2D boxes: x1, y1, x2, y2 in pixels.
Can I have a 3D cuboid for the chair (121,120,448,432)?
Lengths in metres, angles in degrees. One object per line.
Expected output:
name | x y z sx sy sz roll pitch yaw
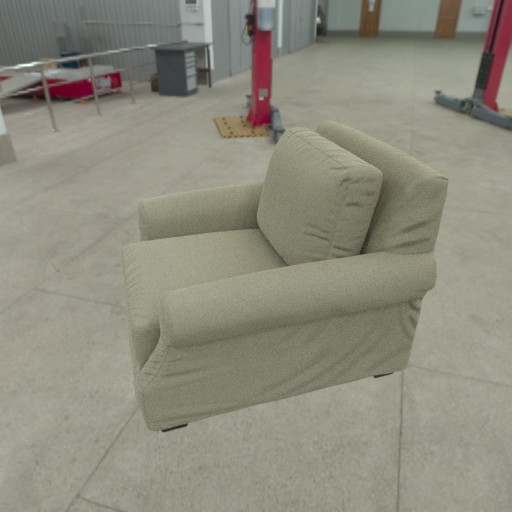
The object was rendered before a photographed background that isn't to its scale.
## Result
chair | 0.000 0.000 1.769 1.066 0.866 0.940 -9 31 -15
